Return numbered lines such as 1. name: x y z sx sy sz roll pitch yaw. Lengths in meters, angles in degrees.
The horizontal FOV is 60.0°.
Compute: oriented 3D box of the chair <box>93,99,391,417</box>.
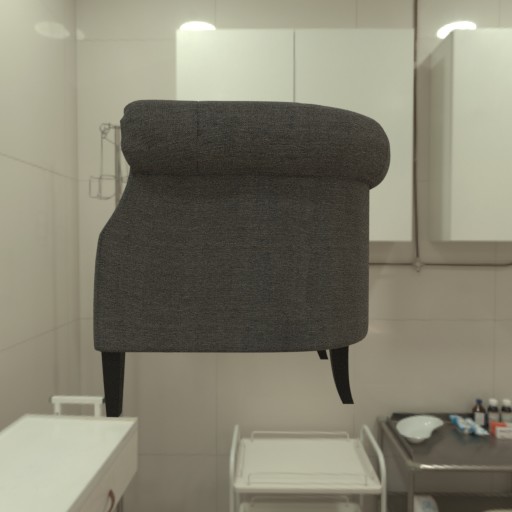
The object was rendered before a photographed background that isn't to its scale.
1. chair: 0.000 0.000 1.506 0.852 0.827 0.905 0 2 1
